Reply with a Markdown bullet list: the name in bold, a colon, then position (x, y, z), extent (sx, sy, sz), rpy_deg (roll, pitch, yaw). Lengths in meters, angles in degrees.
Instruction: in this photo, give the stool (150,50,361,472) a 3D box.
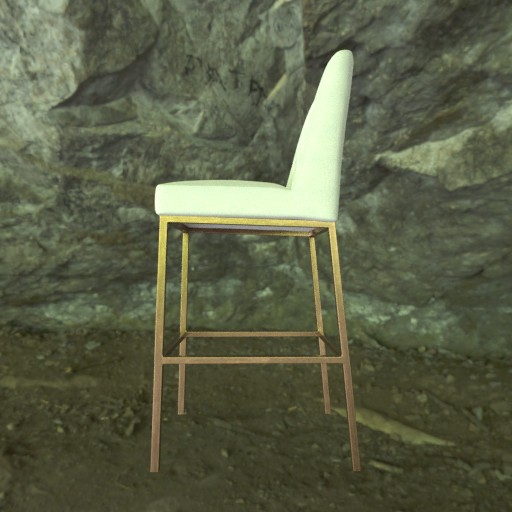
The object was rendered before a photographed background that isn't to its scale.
- **stool**: position (0.000, 0.000, 1.336), extent (0.546, 1.084, 0.462), rpy_deg (0, -1, -1)
